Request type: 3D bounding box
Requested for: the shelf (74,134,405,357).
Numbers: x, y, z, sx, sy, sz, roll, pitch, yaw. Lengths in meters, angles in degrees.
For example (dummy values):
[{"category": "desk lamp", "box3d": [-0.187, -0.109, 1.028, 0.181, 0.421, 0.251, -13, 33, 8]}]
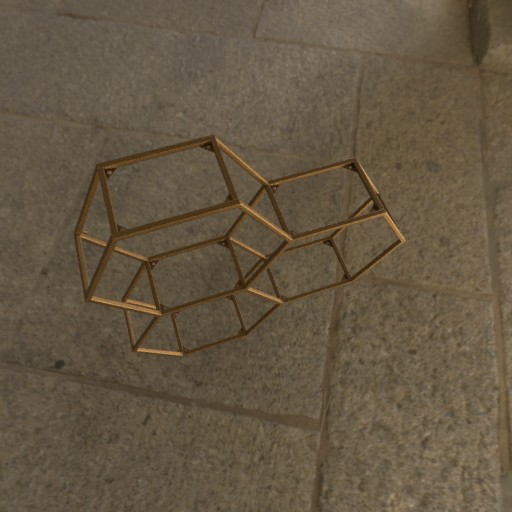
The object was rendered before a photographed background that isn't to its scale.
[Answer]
[{"category": "shelf", "box3d": [0.000, 0.000, 1.048, 0.708, 0.701, 0.150, -17, 64, -8]}]
